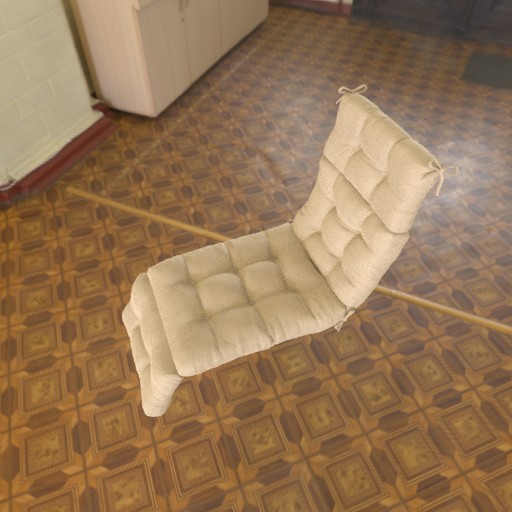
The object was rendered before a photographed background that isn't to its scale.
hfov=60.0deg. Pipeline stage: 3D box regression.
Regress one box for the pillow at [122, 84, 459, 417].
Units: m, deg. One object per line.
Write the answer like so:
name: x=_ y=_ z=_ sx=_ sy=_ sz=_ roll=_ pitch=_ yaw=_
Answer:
pillow: x=0.000 y=0.000 z=1.534 sx=1.016 sy=0.863 sz=0.526 roll=-16 pitch=49 yaw=-15
